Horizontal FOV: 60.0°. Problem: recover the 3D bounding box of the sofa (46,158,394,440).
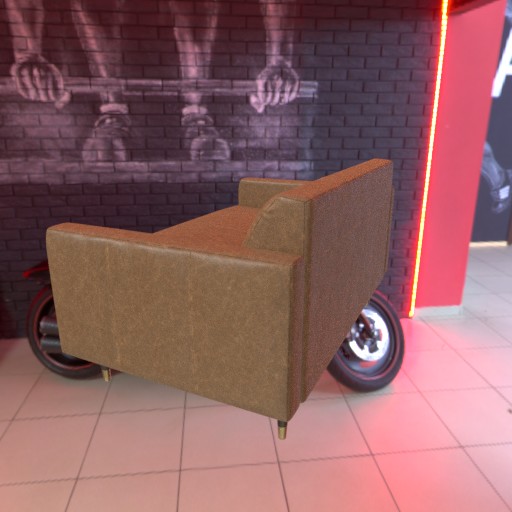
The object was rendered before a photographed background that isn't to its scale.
[{"bbox_3d":[0.000,0.000,2.055,0.960,0.820,1.549,8,19,25],"label":"sofa"}]
